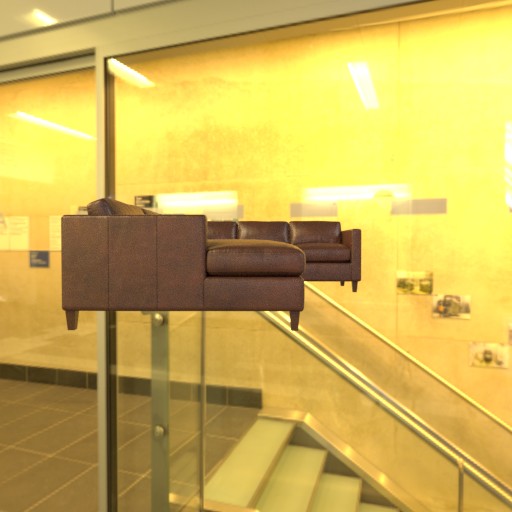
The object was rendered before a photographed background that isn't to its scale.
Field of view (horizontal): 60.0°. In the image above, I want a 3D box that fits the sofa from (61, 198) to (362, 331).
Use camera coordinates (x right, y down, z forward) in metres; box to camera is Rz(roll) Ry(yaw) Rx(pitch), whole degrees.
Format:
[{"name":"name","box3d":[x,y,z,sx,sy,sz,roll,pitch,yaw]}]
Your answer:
[{"name":"sofa","box3d":[0.000,0.000,4.467,2.452,0.891,3.324,0,1,1]}]
